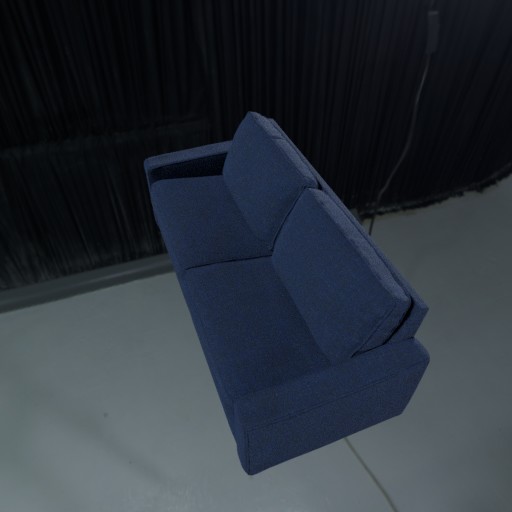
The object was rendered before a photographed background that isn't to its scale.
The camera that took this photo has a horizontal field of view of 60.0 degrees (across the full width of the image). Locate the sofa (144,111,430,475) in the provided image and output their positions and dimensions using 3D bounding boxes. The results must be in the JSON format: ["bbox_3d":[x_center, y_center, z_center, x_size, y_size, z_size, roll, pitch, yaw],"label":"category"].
[{"bbox_3d":[0.000,0.000,2.632,0.940,0.919,2.080,-16,48,-15],"label":"sofa"}]
